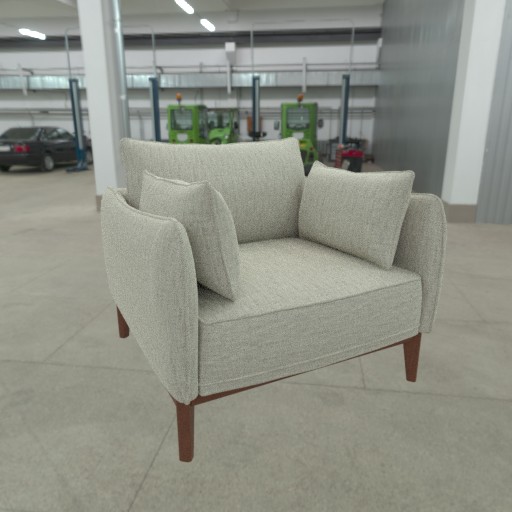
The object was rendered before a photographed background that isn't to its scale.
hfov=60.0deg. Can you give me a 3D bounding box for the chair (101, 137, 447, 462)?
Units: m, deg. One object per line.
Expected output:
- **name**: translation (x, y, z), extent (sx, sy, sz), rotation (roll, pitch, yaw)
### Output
- **chair**: translation (0.000, 0.000, 1.676), extent (0.994, 0.855, 0.991), rotation (-9, 19, -26)
